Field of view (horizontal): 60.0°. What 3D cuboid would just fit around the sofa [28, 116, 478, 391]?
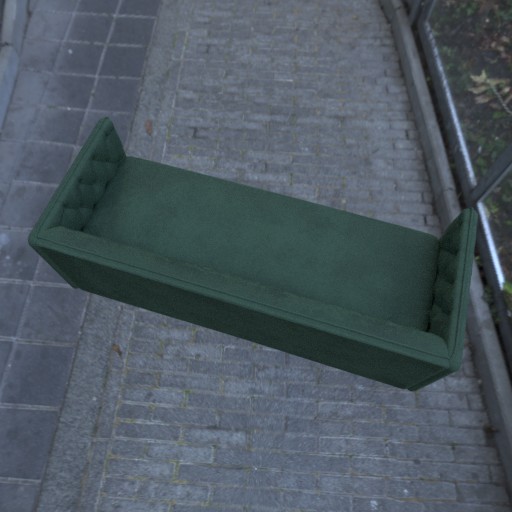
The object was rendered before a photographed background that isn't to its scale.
[{"bbox_3d":[0.000,0.000,2.599,2.209,0.771,0.895,16,65,7],"label":"sofa"}]
